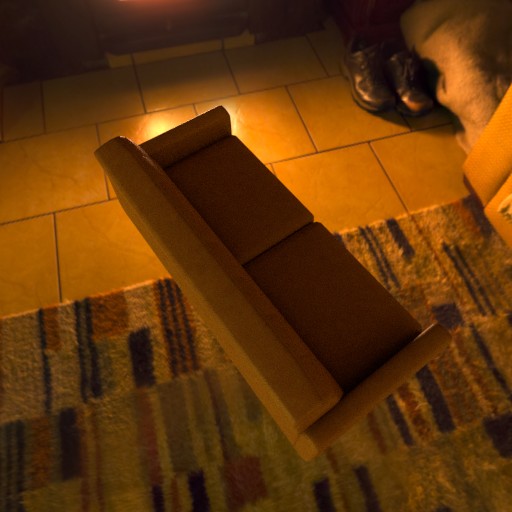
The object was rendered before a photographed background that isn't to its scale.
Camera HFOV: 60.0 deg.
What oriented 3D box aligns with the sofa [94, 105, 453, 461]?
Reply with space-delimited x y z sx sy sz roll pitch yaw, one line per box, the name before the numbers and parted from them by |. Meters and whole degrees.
sofa | 0.000 0.000 2.681 0.980 0.892 2.137 -32 65 -17
